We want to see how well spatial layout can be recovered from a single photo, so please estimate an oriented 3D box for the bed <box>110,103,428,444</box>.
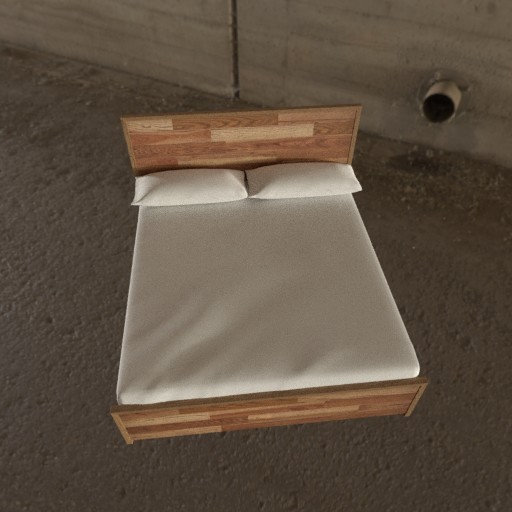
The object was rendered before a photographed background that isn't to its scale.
[{"bbox_3d":[0.000,0.000,3.425,2.013,1.295,2.184,-4,46,-4],"label":"bed"}]
